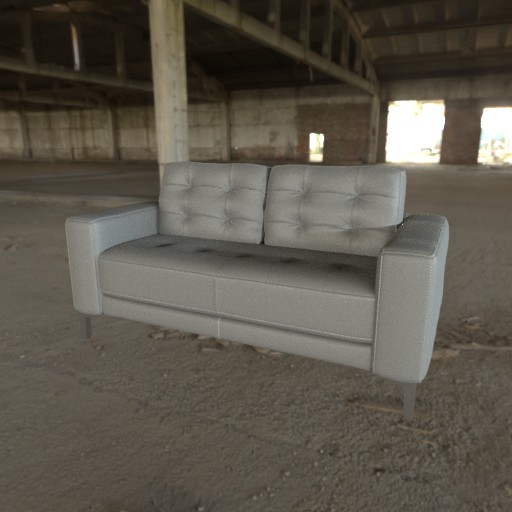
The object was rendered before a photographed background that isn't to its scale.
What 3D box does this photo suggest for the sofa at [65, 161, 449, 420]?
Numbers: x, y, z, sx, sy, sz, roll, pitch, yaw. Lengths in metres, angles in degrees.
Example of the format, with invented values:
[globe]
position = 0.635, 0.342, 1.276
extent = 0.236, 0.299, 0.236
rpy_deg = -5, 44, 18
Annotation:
[sofa]
position = 0.000, 0.000, 2.206
extent = 1.726, 0.893, 0.833
rpy_deg = 7, 16, 24
